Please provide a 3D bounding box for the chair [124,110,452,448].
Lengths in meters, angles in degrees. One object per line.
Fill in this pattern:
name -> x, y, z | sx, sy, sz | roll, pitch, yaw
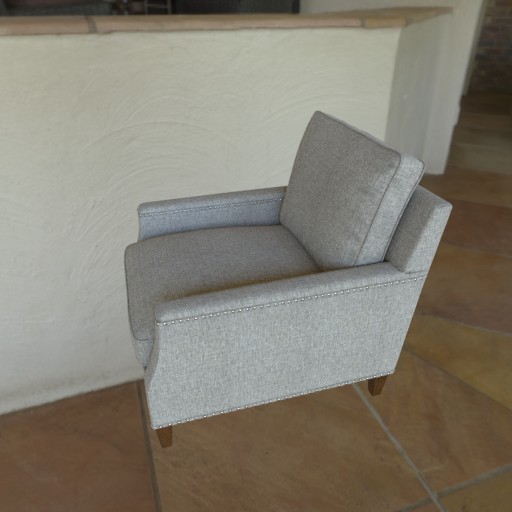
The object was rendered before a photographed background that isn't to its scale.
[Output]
chair -> 0.000, 0.000, 1.738 | 1.014, 0.943, 0.853 | -8, 31, -14
